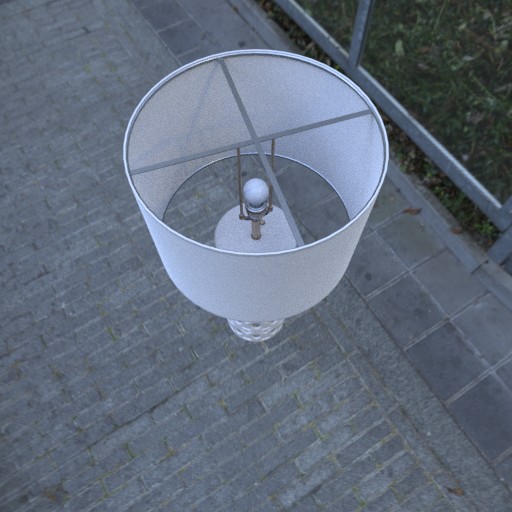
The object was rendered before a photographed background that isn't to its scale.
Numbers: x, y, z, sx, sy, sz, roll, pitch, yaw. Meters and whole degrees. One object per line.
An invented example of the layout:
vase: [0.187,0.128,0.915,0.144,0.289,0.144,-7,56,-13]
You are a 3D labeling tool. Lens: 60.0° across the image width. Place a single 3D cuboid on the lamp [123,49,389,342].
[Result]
lamp: [0.000,0.000,0.830,0.325,0.636,0.324,-17,64,-8]
